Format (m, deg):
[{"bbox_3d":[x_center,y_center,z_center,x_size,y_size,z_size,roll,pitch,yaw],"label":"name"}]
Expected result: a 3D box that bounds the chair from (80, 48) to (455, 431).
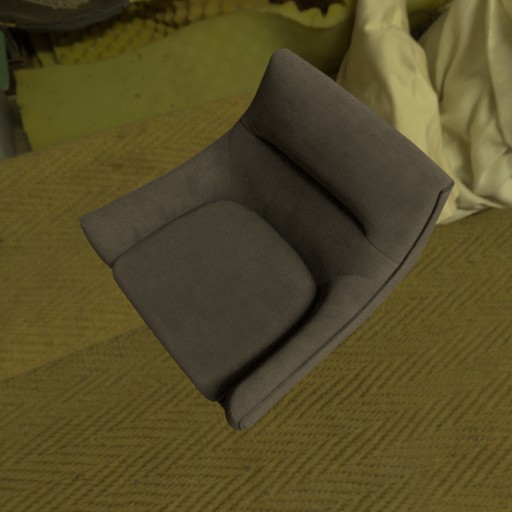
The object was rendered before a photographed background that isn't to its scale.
[{"bbox_3d":[0.000,0.000,1.415,0.787,0.838,0.762,-37,69,-17],"label":"chair"}]
